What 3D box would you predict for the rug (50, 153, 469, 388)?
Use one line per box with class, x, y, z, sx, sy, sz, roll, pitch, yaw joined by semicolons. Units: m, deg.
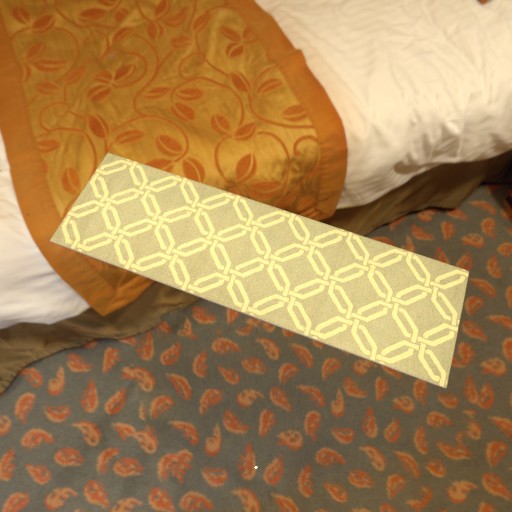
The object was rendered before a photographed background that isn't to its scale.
rug;0.000;0.000;2.499;2.276;0.014;0.678;19;66;9
